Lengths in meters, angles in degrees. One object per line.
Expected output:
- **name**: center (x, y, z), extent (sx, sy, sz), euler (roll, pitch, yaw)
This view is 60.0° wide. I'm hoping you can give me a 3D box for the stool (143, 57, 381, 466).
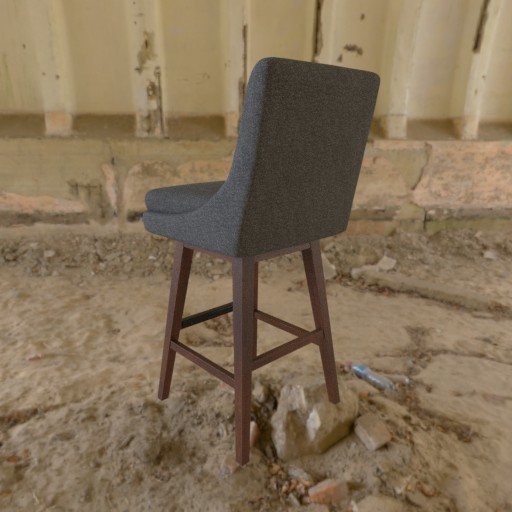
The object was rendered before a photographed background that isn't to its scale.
- **stool**: center (0.000, 0.000, 1.395), extent (0.489, 1.068, 0.572), euler (-14, 21, -41)
